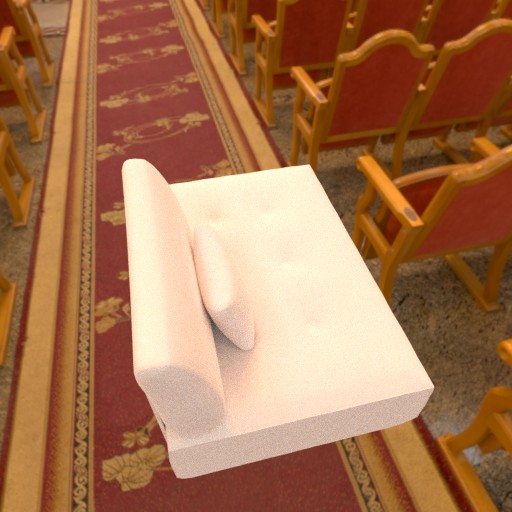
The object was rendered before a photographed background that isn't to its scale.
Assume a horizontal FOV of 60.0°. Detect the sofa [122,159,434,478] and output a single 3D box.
[{"bbox_3d":[0.000,0.000,1.958,1.000,0.820,1.450,-10,47,-9],"label":"sofa"}]
